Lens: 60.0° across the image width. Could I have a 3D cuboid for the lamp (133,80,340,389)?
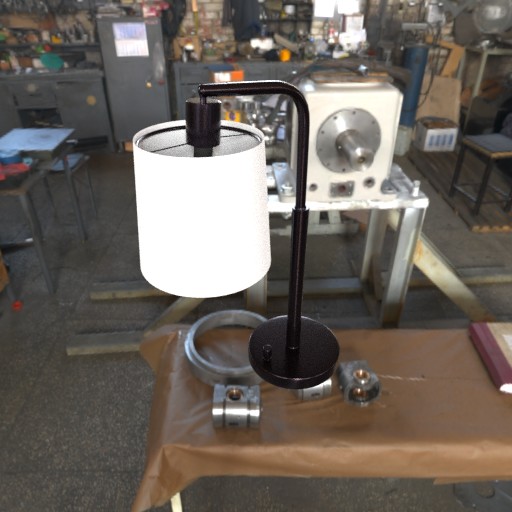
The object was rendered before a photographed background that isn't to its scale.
[{"bbox_3d":[0.000,0.000,0.643,0.333,0.489,0.171,-20,37,-29],"label":"lamp"}]
